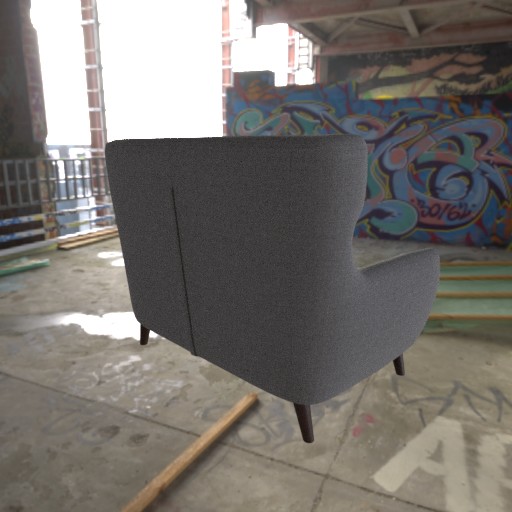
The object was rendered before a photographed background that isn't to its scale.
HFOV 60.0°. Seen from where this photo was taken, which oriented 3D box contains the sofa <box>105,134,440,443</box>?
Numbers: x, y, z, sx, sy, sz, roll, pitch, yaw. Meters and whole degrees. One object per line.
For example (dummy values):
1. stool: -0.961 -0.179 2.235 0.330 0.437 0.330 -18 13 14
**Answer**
1. sofa: 0.000 0.000 1.991 0.884 1.028 1.386 -13 19 -43
